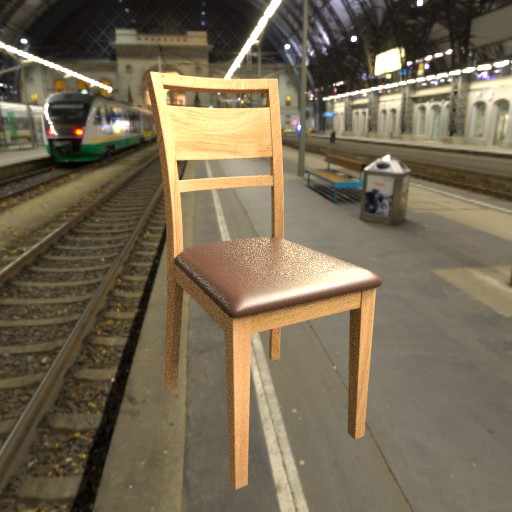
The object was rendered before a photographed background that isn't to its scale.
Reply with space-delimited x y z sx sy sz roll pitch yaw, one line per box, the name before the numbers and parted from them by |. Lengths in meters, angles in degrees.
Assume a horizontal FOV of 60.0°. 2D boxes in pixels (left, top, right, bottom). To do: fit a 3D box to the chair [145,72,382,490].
chair | 0.000 0.000 1.190 0.420 0.940 0.545 -9 19 -27
